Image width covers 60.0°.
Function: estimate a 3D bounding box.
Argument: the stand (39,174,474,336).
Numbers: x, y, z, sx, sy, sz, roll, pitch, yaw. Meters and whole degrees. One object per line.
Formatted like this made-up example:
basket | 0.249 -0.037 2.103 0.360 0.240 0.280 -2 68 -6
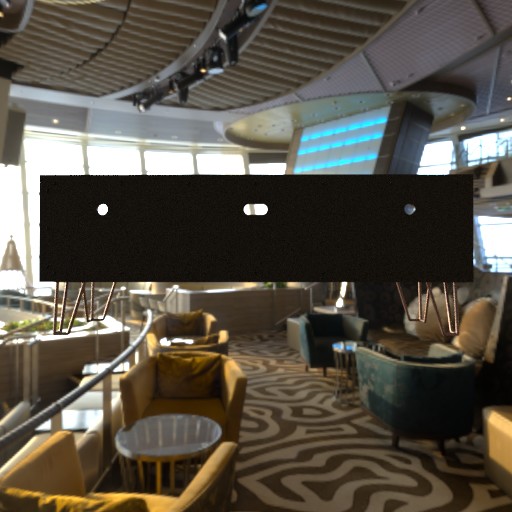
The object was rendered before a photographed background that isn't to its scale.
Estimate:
stand | 0.000 0.000 1.896 1.626 0.610 0.481 0 0 0
